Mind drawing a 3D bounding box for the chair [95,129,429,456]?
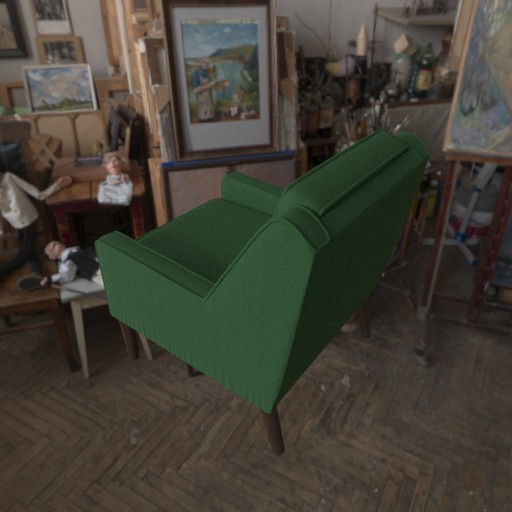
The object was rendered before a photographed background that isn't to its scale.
[{"bbox_3d":[0.000,0.000,1.382,0.743,0.792,0.663,22,39,30],"label":"chair"}]
